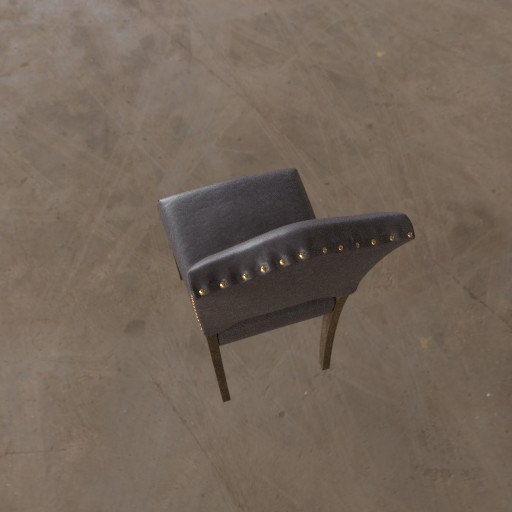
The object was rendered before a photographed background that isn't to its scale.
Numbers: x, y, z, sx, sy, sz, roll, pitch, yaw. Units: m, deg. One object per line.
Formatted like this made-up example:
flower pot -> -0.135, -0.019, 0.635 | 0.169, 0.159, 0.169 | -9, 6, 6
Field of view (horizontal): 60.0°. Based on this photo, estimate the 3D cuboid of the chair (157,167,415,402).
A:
chair -> 0.000, 0.000, 1.327 | 0.500, 0.991, 0.633 | -15, 59, -9
